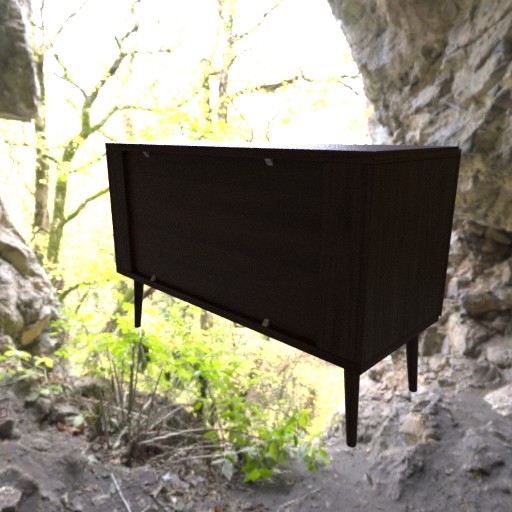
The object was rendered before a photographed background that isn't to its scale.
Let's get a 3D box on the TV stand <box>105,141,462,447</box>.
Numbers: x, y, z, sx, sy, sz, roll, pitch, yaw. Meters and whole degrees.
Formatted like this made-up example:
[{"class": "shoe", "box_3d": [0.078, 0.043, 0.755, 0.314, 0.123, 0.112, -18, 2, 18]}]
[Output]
[{"class": "TV stand", "box_3d": [0.000, 0.000, 1.347, 0.990, 0.660, 0.405, 15, 21, 42]}]
